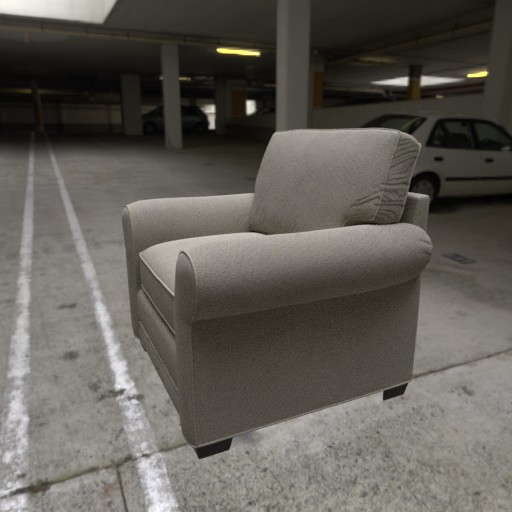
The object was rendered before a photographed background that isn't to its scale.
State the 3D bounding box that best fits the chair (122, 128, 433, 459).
[{"bbox_3d":[0.000,0.000,1.885,0.939,1.044,1.147,-7,17,-25],"label":"chair"}]
